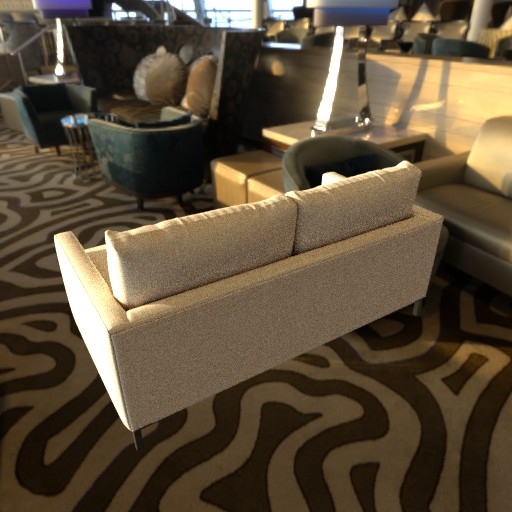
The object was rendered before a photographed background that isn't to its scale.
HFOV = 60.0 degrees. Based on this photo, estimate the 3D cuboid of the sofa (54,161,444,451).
[{"bbox_3d":[0.000,0.000,2.125,1.651,0.812,0.839,-17,33,-28],"label":"sofa"}]
